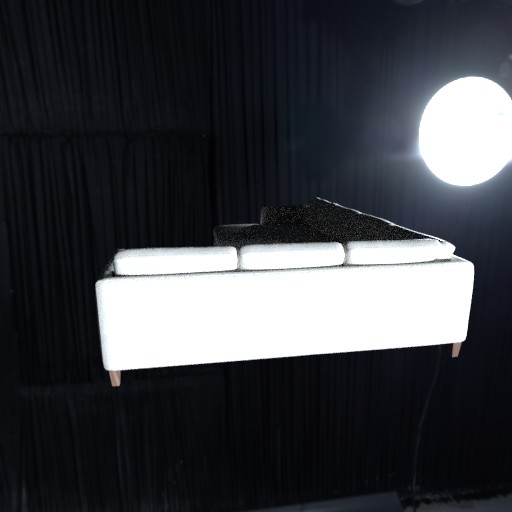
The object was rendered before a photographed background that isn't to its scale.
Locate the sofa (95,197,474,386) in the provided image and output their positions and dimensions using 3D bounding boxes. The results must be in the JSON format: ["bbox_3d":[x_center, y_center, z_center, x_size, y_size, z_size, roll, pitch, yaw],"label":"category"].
[{"bbox_3d":[0.000,0.000,4.426,2.551,0.853,3.238,-2,14,-10],"label":"sofa"}]
